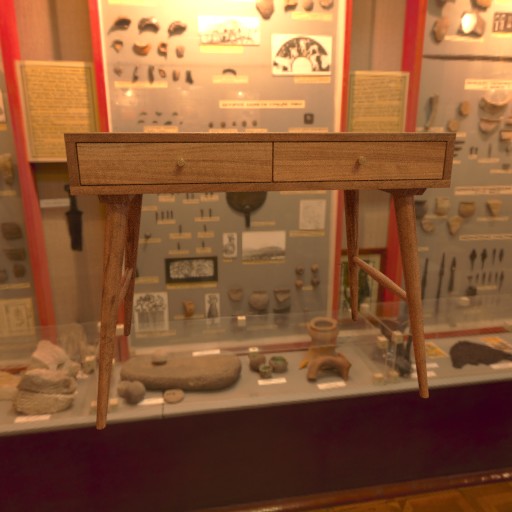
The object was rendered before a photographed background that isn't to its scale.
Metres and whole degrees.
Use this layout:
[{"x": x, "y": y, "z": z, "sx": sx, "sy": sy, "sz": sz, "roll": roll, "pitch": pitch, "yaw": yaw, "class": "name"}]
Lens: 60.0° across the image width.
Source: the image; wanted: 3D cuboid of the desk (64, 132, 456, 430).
[{"x": 0.000, "y": 0.000, "z": 1.412, "sx": 0.949, "sy": 0.758, "sz": 0.588, "roll": -2, "pitch": 16, "yaw": -9, "class": "desk"}]
